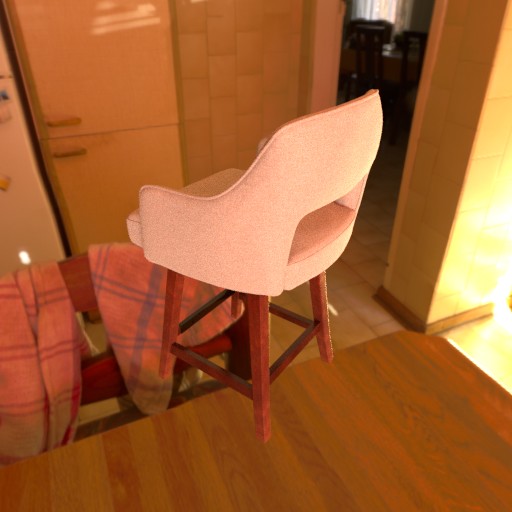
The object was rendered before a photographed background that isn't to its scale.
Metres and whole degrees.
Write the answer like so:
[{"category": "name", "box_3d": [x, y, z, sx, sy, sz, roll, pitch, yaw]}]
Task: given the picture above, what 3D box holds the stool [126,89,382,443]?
[{"category": "stool", "box_3d": [0.000, 0.000, 1.281, 0.560, 0.936, 0.550, 21, 37, 30]}]
